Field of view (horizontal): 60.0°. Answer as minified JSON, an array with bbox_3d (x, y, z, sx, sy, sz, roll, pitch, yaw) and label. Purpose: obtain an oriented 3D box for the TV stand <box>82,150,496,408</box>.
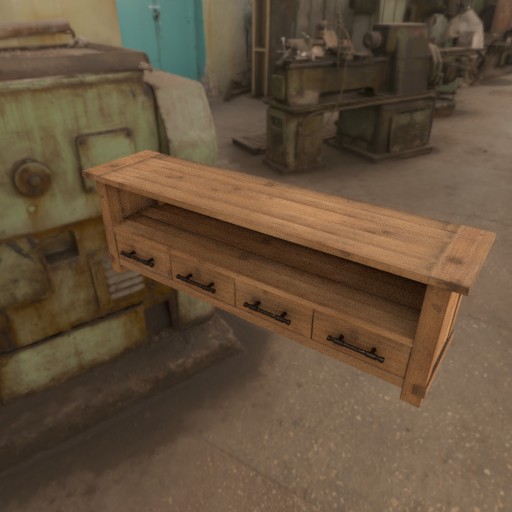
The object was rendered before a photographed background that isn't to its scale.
[{"bbox_3d":[0.000,0.000,2.030,1.804,0.573,0.453,19,35,29],"label":"TV stand"}]
